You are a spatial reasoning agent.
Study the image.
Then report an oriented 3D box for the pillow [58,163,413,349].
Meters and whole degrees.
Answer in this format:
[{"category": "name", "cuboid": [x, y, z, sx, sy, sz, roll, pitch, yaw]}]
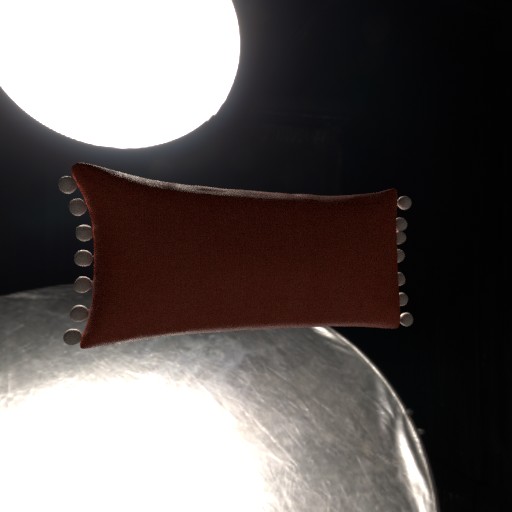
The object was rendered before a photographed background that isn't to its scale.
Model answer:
[{"category": "pillow", "cuboid": [0.000, 0.000, 0.869, 0.709, 0.322, 0.201, 0, 0, -18]}]
